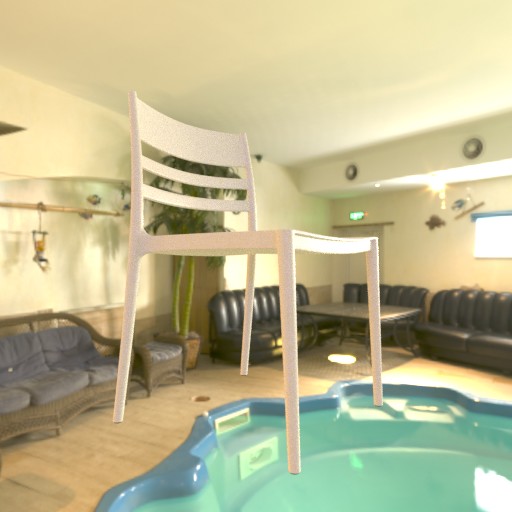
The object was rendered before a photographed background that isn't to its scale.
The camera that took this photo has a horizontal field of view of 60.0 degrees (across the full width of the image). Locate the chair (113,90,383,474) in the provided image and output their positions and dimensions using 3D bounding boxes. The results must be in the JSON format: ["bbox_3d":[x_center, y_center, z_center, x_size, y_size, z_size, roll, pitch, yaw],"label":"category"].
[{"bbox_3d":[0.000,0.000,1.144,0.511,0.800,0.531,0,0,35],"label":"chair"}]
